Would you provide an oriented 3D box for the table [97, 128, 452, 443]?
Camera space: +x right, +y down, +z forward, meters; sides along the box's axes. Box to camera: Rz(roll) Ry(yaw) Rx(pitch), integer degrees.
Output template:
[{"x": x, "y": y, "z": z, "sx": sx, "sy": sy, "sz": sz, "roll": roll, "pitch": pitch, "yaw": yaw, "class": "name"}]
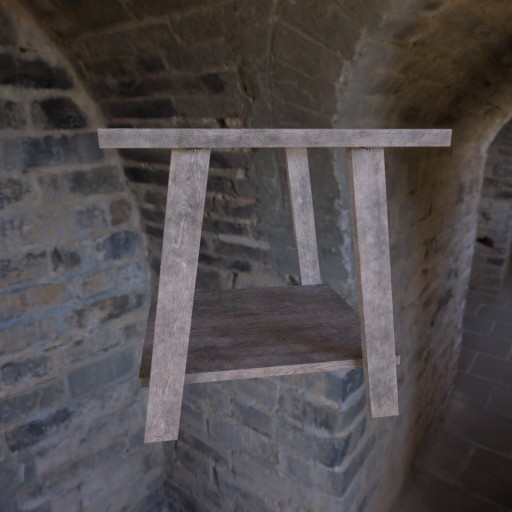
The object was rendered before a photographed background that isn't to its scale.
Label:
[{"x": 0.000, "y": 0.000, "z": 1.115, "sx": 0.610, "sy": 0.610, "sz": 0.610, "roll": -3, "pitch": 16, "yaw": -9, "class": "table"}]
